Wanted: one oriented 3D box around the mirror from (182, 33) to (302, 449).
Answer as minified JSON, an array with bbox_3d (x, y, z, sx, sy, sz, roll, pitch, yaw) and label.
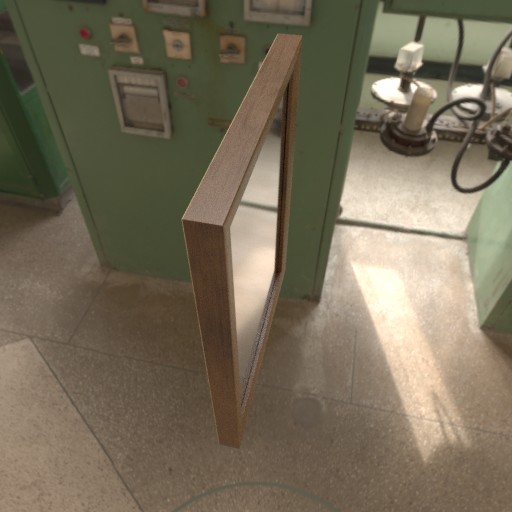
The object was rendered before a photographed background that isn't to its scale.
[{"bbox_3d":[0.000,0.000,0.686,0.041,0.508,0.405,10,48,9],"label":"mirror"}]
